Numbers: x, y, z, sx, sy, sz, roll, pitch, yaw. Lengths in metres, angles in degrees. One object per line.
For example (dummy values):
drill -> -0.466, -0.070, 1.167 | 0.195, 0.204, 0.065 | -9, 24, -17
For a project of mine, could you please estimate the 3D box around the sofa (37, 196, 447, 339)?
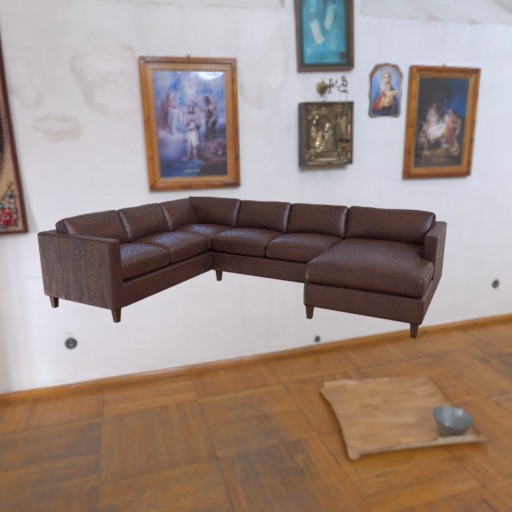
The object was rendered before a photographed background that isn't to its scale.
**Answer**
sofa -> 0.000, 0.000, 4.482 | 3.324, 0.891, 2.452 | 7, 15, 27
